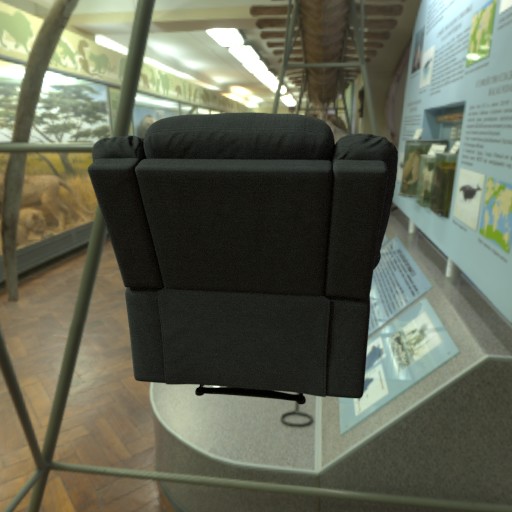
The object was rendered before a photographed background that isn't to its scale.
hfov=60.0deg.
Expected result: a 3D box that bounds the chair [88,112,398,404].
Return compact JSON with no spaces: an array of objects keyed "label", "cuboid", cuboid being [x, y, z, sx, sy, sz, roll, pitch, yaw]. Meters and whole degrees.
[{"label":"chair","cuboid":[0.000,0.000,1.683,0.899,1.008,0.944,2,15,8]}]
